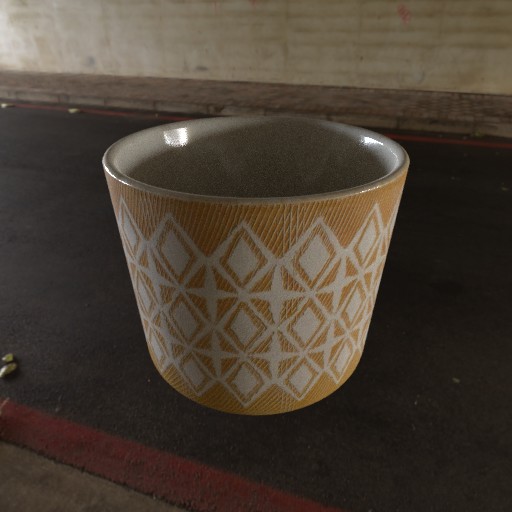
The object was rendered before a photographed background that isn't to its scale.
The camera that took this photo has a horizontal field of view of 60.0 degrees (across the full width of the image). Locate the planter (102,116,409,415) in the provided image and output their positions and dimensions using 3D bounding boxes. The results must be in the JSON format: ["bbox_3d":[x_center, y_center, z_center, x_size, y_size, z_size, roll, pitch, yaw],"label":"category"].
[{"bbox_3d":[0.000,0.000,0.330,0.193,0.165,0.193,0,29,0],"label":"planter"}]
